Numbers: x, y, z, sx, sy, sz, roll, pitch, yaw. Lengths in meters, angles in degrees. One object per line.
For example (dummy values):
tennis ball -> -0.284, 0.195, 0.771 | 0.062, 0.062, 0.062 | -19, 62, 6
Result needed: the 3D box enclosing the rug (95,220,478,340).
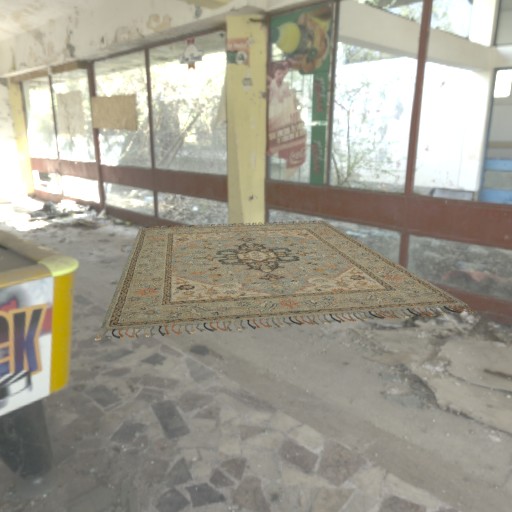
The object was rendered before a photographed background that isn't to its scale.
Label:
rug -> 0.000, 0.000, 3.456 | 1.971, 0.010, 2.651 | -3, 16, -10
